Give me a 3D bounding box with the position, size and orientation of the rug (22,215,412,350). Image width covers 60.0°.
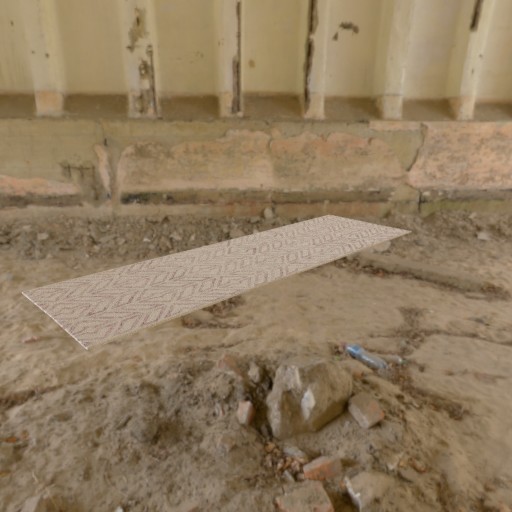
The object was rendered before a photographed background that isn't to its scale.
[{"bbox_3d":[0.000,0.000,2.694,2.435,0.009,0.750,-17,24,-41],"label":"rug"}]
